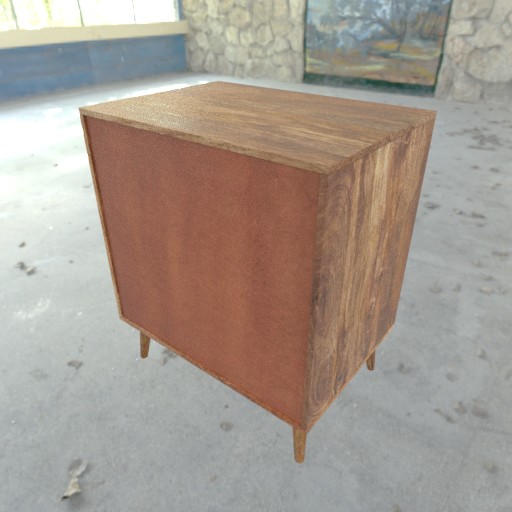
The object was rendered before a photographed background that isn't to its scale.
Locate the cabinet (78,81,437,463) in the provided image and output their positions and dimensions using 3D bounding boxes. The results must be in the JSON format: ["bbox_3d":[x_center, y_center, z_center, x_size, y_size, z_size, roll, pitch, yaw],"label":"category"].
[{"bbox_3d":[0.000,0.000,1.176,0.647,0.758,0.473,22,37,32],"label":"cabinet"}]
